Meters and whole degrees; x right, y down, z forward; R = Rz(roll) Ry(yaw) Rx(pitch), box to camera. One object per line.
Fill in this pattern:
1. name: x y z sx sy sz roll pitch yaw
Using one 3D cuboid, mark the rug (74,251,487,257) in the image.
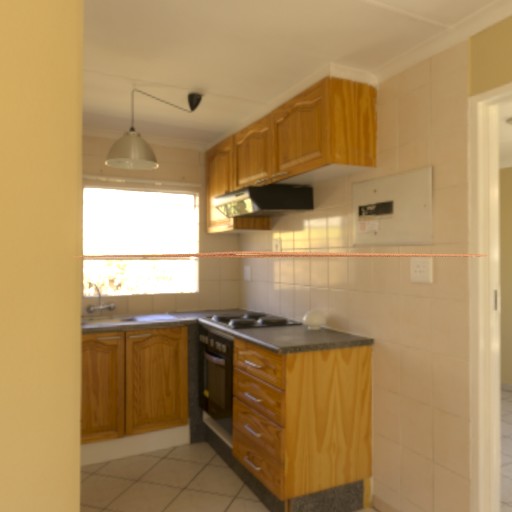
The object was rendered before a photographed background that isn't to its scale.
1. rug: 0.000 0.000 4.142 2.479 0.023 3.092 0 0 -37
